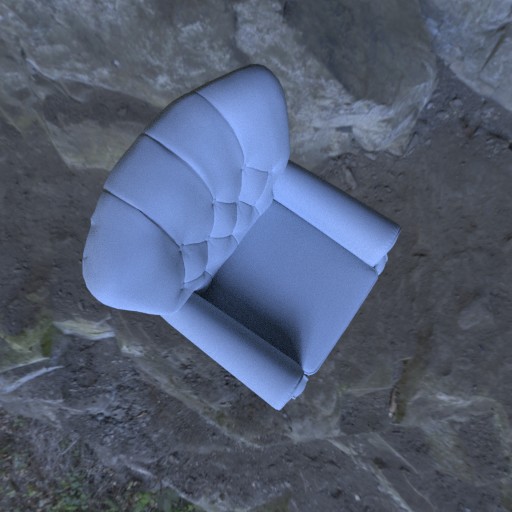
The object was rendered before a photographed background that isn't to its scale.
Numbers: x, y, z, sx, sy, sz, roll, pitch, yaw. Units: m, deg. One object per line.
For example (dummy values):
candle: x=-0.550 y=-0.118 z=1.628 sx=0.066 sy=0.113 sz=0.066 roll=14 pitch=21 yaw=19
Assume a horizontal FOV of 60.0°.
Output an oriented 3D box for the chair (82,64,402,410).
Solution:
chair: x=0.000 y=0.000 z=2.103 sx=1.128 sy=1.217 sz=1.090 roll=35 pitch=79 yaw=8
